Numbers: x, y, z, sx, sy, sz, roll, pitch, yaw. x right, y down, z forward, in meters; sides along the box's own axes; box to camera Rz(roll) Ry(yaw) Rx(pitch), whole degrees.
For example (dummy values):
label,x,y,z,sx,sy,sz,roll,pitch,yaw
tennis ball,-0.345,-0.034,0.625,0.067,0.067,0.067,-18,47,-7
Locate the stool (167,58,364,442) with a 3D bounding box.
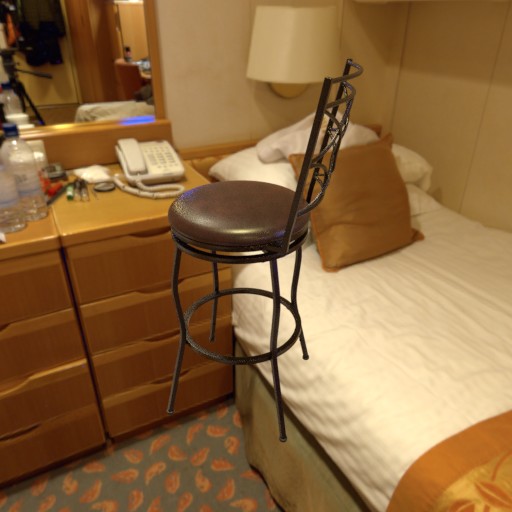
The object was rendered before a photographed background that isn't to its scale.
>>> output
label,x,y,z,sx,sy,sz,roll,pitch,yaw
stool,0.000,0.000,1.394,0.534,1.117,0.434,8,30,14
